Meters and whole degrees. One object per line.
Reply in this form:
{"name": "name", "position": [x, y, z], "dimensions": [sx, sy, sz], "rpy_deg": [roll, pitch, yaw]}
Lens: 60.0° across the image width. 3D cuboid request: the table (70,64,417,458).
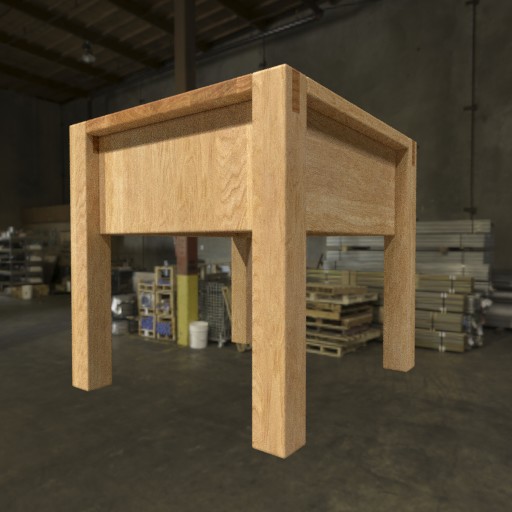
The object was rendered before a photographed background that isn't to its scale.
{"name": "table", "position": [0.000, 0.000, 0.825], "dimensions": [0.440, 0.450, 0.480], "rpy_deg": [1, 2, 37]}
